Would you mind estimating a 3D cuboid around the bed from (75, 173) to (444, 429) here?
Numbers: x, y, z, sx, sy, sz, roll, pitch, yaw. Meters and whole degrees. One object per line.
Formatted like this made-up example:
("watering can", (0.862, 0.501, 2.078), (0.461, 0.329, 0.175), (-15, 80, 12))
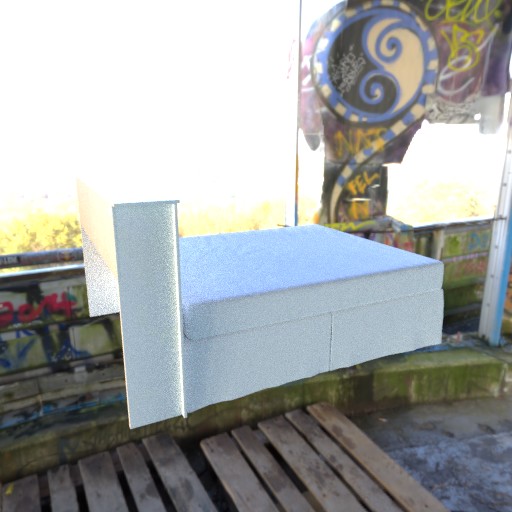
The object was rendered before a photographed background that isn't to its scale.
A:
("bed", (0.000, 0.000, 3.123), (2.133, 1.092, 1.671), (-7, 17, -26))
